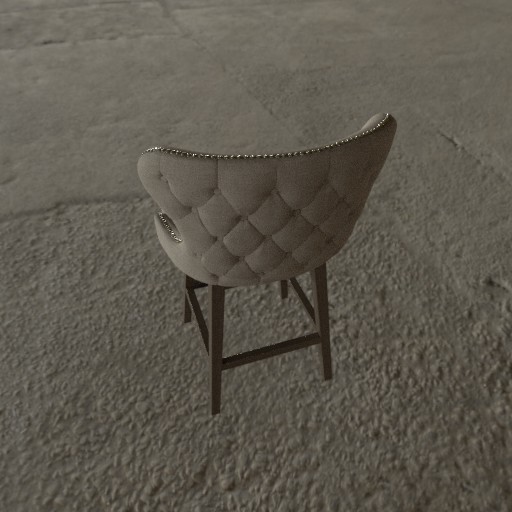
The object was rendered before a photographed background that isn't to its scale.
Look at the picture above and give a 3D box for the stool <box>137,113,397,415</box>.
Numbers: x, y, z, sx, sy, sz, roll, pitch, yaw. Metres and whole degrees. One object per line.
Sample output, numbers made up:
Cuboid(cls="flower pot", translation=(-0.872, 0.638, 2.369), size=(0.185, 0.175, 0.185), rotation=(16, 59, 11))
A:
Cuboid(cls="stool", translation=(0.000, 0.000, 1.374), size=(0.615, 0.972, 0.597), rotation=(-12, 41, -14))
